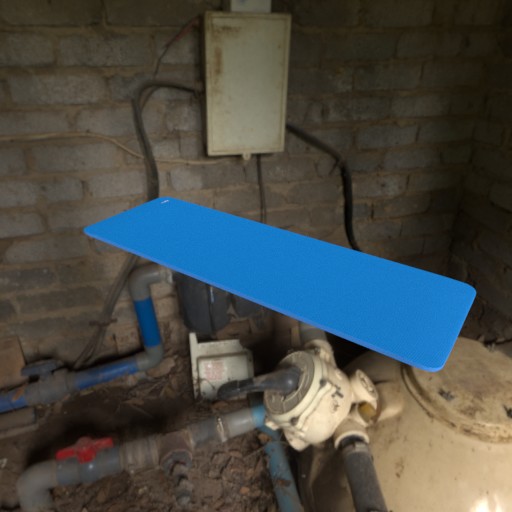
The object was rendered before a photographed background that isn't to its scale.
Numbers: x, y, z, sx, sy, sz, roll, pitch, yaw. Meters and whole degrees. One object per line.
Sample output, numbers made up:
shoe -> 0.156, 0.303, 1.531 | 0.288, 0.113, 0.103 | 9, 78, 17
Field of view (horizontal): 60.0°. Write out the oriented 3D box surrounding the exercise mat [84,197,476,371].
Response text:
exercise mat -> 0.000, 0.000, 2.111 | 1.869, 0.021, 0.616 | 19, 34, 30
